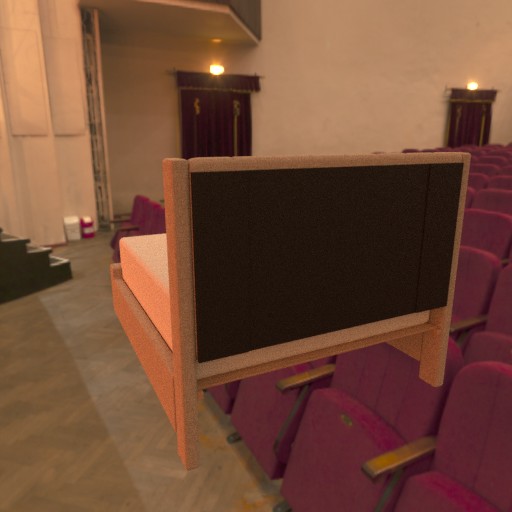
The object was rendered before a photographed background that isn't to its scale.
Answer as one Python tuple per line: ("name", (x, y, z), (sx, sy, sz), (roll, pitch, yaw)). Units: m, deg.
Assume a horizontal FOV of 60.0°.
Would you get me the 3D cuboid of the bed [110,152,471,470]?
("bed", (0.000, 0.000, 3.727), (2.045, 1.743, 2.370), (-7, 17, -26))
